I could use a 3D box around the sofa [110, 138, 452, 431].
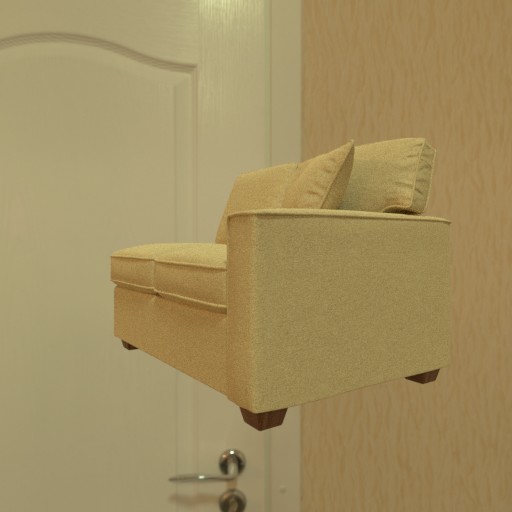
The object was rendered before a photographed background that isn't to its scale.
[{"bbox_3d":[0.000,0.000,2.067,0.991,0.989,1.388,-1,2,-34],"label":"sofa"}]
